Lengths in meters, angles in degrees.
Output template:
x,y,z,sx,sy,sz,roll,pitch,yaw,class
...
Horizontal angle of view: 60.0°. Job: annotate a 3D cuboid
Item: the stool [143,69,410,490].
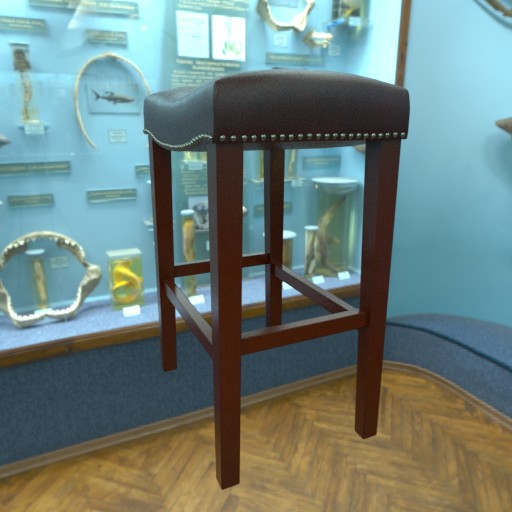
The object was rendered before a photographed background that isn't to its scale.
x,y,z,sx,sy,sz,roll,pitch,yaw,class
0.000,0.000,1.002,0.372,0.742,0.504,-8,19,-24,stool
